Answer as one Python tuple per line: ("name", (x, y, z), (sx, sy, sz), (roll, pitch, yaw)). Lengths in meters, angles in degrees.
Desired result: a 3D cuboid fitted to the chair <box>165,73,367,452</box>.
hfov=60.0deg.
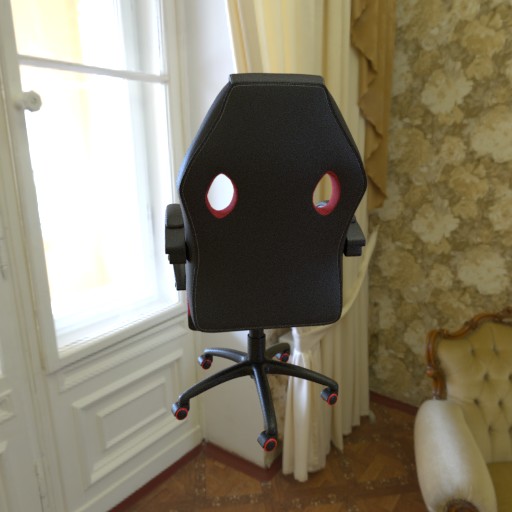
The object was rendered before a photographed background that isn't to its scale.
("chair", (0.000, 0.000, 1.648), (0.673, 1.187, 0.724), (-2, 15, -9))
